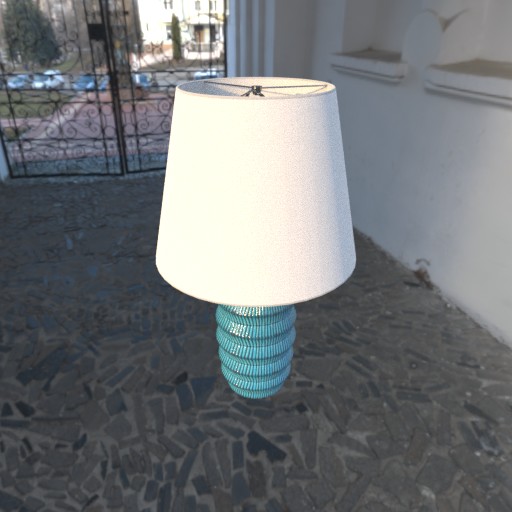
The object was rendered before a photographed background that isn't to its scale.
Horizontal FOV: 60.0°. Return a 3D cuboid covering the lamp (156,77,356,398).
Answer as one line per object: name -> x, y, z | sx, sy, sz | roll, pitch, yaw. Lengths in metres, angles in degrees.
lamp -> 0.000, 0.000, 0.805 | 0.355, 0.582, 0.355 | 0, 28, 0
